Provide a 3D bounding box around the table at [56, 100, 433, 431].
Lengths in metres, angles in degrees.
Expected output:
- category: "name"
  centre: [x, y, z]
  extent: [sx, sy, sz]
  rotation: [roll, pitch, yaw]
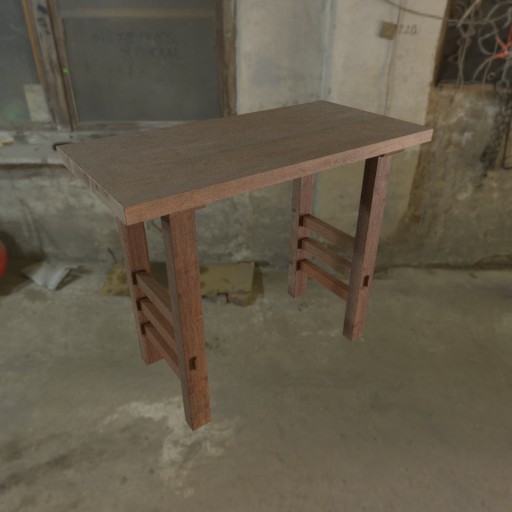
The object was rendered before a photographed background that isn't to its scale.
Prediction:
- category: "table"
  centre: [0.000, 0.000, 1.686]
  extent: [1.119, 0.914, 0.556]
  rotation: [-20, 37, -30]
